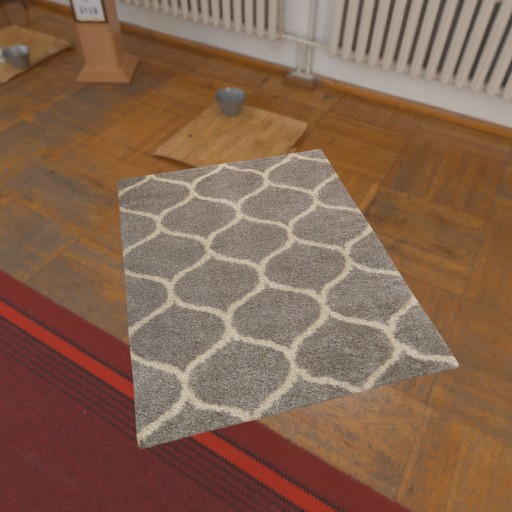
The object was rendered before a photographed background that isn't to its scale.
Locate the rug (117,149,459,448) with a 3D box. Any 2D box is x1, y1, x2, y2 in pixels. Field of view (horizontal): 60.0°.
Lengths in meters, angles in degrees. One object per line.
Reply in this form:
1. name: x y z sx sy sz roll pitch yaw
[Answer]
1. rug: 0.000 0.000 4.122 2.399 0.026 3.000 -11 48 -10
